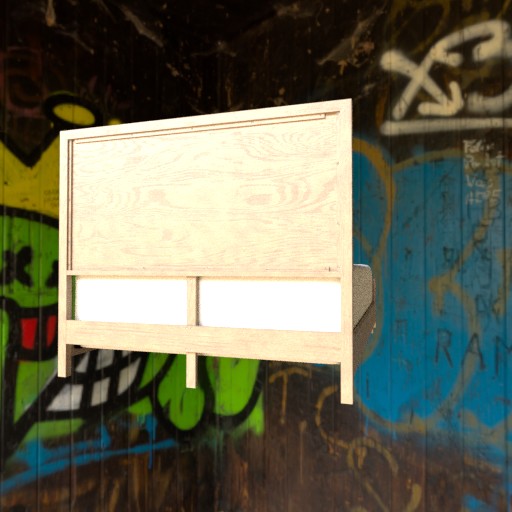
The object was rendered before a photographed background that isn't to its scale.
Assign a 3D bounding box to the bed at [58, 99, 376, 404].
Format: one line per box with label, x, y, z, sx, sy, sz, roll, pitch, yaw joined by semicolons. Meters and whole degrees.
bed;0.000;0.000;3.271;1.606;1.369;2.189;0;-1;18
